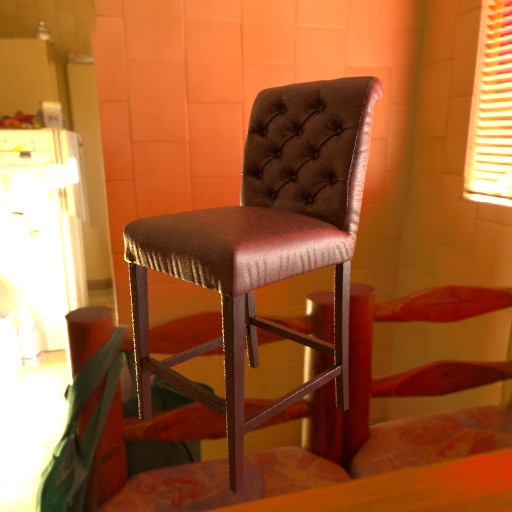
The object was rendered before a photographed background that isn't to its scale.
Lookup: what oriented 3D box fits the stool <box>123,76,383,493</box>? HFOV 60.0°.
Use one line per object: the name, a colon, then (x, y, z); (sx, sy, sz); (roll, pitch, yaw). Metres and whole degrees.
stool: (0.000, 0.000, 1.396); (0.486, 1.084, 0.660); (14, 19, 43)
